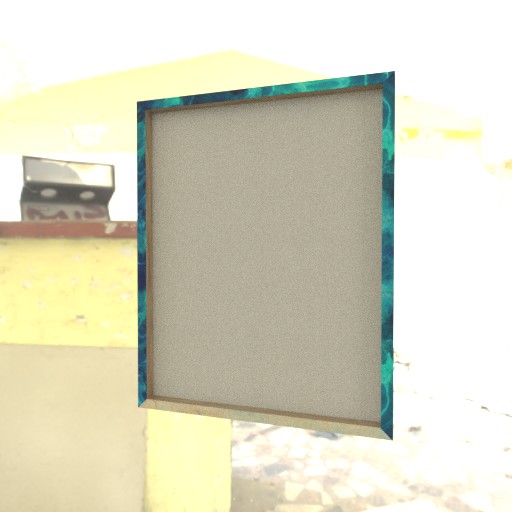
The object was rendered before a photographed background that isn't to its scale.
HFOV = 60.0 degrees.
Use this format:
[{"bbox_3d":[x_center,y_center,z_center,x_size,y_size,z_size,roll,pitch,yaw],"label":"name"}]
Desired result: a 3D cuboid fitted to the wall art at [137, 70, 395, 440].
[{"bbox_3d":[0.000,0.000,1.023,0.609,0.760,0.038,0,1,18],"label":"wall art"}]
